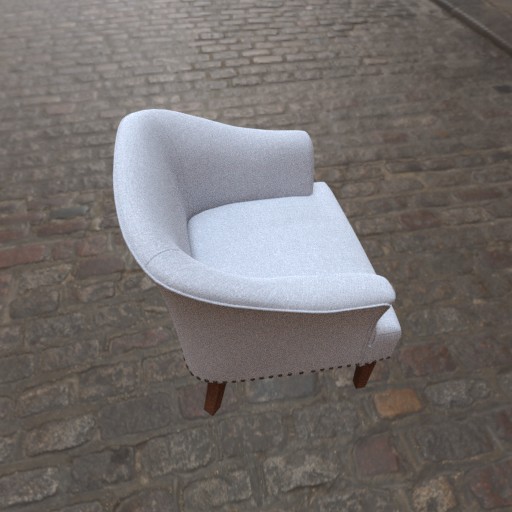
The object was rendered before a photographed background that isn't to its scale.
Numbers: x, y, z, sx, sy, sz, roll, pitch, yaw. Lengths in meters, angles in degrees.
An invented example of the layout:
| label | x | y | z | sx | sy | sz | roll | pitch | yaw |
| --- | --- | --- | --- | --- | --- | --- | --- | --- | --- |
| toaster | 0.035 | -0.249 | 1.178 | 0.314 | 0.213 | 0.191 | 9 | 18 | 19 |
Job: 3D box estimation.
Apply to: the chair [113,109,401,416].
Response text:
| label | x | y | z | sx | sy | sz | roll | pitch | yaw |
| --- | --- | --- | --- | --- | --- | --- | --- | --- | --- |
| chair | 0.000 | 0.000 | 1.409 | 0.704 | 0.815 | 0.798 | -9 | 47 | -8 |
